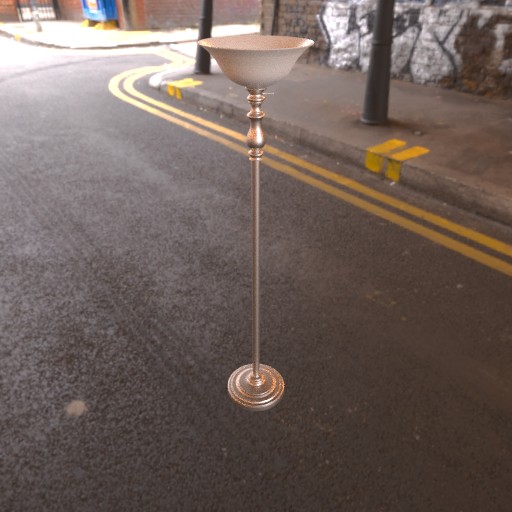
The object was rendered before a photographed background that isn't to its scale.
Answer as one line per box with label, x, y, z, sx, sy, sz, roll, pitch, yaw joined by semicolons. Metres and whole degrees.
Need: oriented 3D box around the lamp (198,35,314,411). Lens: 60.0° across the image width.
lamp;0.000;0.000;2.021;0.405;1.771;0.405;1;32;1
